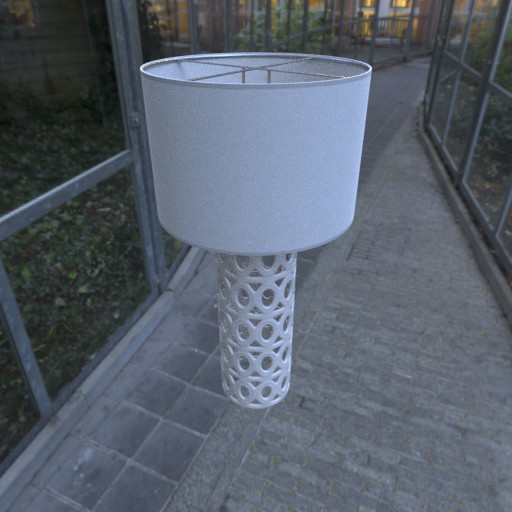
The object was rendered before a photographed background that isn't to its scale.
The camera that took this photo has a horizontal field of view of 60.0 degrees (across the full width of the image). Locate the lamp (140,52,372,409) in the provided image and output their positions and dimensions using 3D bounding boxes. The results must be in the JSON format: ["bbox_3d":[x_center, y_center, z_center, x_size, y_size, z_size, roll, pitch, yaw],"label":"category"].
[{"bbox_3d":[0.000,0.000,0.797,0.325,0.636,0.324,21,36,31],"label":"lamp"}]
